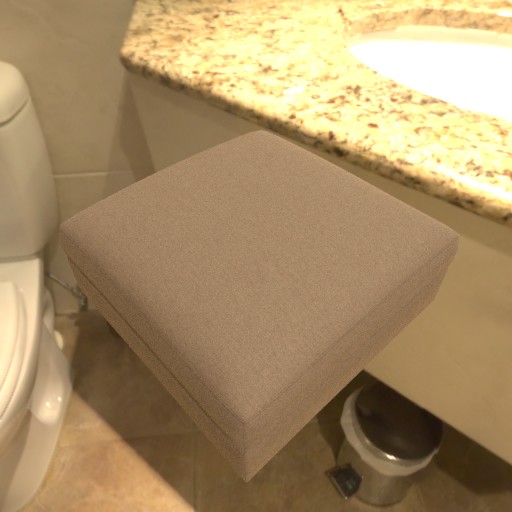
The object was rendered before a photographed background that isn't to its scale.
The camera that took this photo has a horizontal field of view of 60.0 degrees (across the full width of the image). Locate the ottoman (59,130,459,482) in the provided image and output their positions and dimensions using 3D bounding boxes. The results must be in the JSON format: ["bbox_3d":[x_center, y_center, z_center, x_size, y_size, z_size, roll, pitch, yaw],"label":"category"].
[{"bbox_3d":[0.000,0.000,1.642,1.041,0.470,1.041,-33,54,-28],"label":"ottoman"}]
